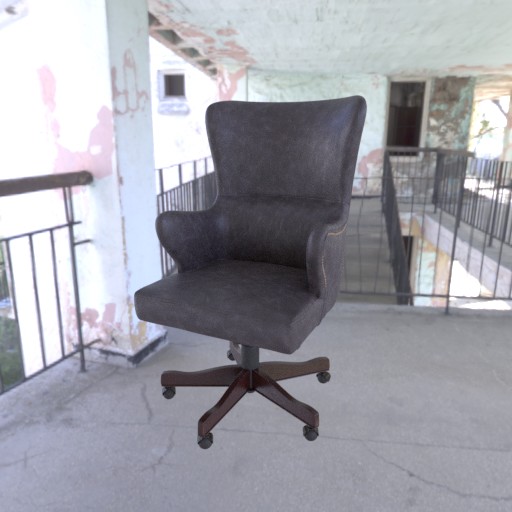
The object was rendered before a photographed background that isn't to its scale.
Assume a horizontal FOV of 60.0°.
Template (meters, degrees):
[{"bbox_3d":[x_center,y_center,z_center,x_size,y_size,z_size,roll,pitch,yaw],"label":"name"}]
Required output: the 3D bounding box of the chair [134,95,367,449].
[{"bbox_3d":[0.000,0.000,1.485,0.594,1.037,0.717,8,17,26],"label":"chair"}]
